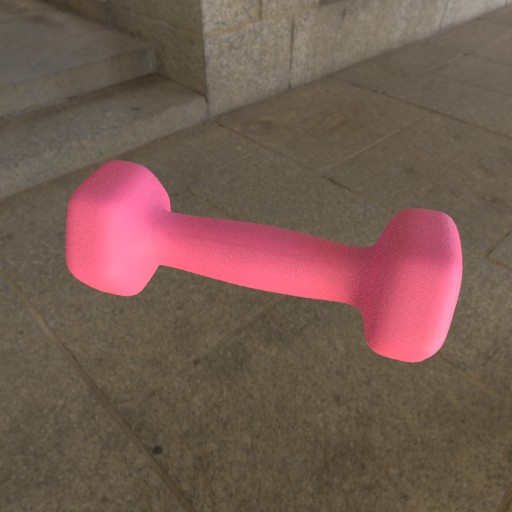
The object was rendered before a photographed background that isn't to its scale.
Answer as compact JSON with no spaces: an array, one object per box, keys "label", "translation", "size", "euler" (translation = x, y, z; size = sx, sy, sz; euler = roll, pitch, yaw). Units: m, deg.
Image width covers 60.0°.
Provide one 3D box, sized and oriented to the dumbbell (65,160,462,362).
[{"label":"dumbbell","translation":[0.000,0.000,0.175],"size":[0.146,0.053,0.058],"euler":[11,43,12]}]
